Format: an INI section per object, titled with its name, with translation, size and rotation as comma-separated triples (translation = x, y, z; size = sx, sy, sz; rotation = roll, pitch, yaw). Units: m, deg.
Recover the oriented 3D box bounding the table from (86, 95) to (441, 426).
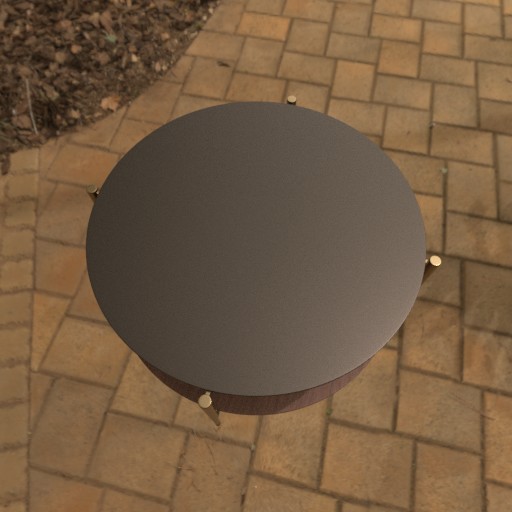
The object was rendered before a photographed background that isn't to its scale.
[table]
translation = 0.000, 0.000, 1.416
size = 0.938, 0.400, 0.938
rotation = -14, 63, -7
